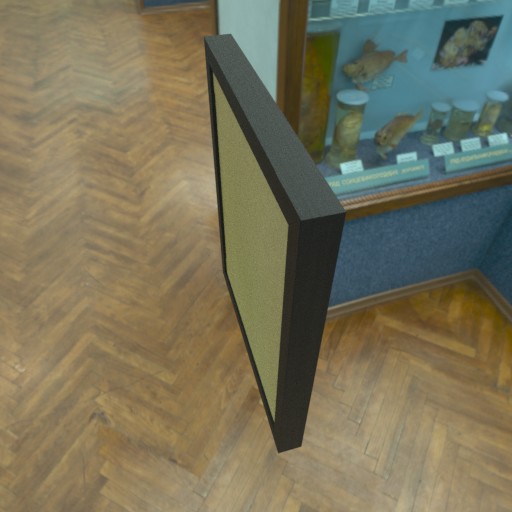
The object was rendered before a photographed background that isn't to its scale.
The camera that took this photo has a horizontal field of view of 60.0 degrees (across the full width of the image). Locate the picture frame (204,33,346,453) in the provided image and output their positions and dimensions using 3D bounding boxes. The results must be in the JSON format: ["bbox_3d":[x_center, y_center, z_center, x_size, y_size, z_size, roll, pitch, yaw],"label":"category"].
[{"bbox_3d":[0.000,0.000,0.750,0.044,0.555,0.452,-11,47,-11],"label":"picture frame"}]
